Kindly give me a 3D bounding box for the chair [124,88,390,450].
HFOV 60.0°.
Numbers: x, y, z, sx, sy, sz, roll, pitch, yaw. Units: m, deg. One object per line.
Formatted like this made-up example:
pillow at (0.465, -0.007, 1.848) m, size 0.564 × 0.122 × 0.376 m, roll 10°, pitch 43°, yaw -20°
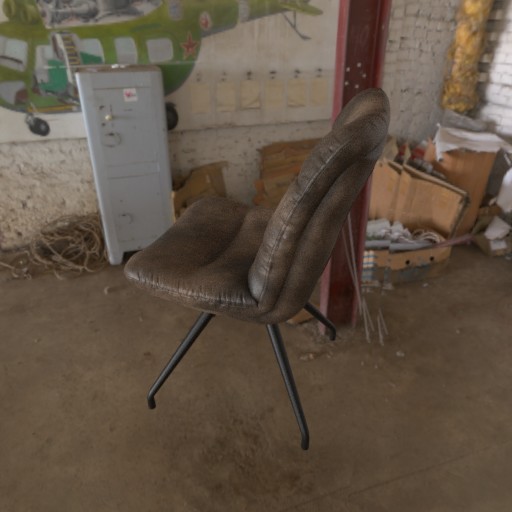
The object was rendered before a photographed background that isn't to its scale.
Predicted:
chair at (0.000, 0.000, 1.257) m, size 0.622 × 0.870 × 0.549 m, roll 9°, pitch 30°, yaw 15°
